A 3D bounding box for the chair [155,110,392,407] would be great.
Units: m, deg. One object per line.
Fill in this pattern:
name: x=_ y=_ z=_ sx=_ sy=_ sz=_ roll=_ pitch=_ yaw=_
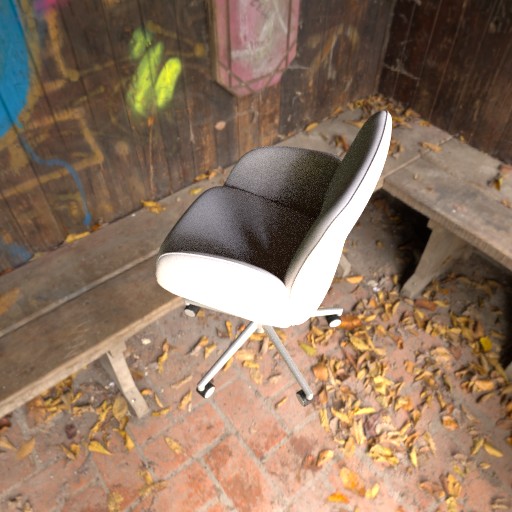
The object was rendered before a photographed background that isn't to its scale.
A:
chair: x=0.000 y=0.000 z=1.430 sx=0.633 sy=0.959 sz=0.648 roll=17 pitch=50 yaw=15
